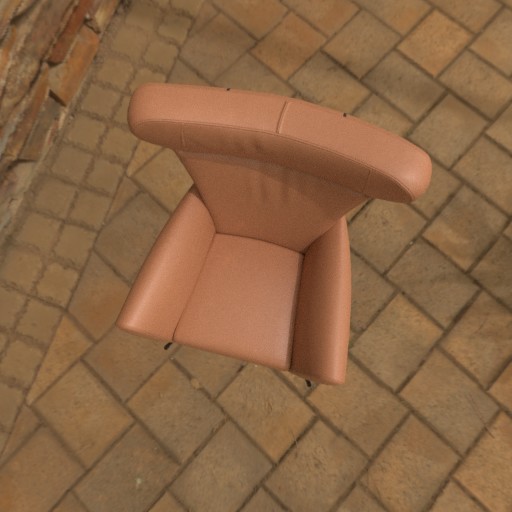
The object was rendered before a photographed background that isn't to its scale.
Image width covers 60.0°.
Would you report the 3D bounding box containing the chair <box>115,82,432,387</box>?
[{"bbox_3d":[0.000,0.000,1.778,0.980,1.050,0.900,14,76,3],"label":"chair"}]
